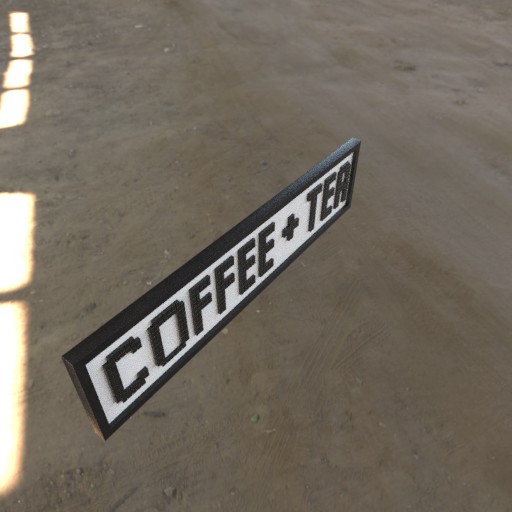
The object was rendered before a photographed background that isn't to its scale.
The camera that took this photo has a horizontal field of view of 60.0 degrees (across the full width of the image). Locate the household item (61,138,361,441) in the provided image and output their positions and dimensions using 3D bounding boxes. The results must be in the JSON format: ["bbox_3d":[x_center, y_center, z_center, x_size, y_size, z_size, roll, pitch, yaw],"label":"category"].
[{"bbox_3d":[0.000,0.000,1.084,0.030,0.236,1.001,25,46,27],"label":"household item"}]
